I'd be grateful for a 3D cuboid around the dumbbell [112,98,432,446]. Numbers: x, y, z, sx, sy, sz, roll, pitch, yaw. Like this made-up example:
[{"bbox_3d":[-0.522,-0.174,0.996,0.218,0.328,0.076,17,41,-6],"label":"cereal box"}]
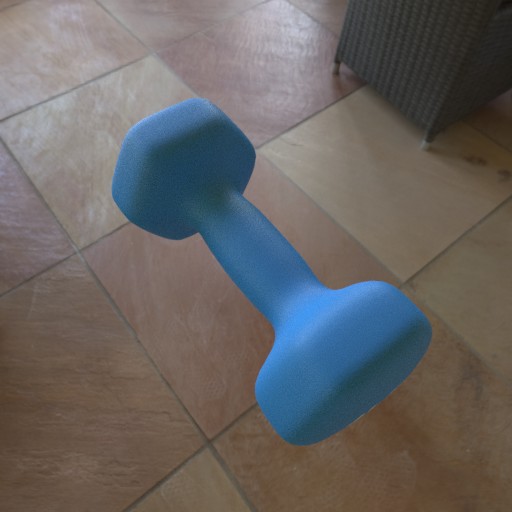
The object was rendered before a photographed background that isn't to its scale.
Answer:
[{"bbox_3d":[0.000,0.000,0.191,0.074,0.066,0.152,-31,64,-17],"label":"dumbbell"}]
